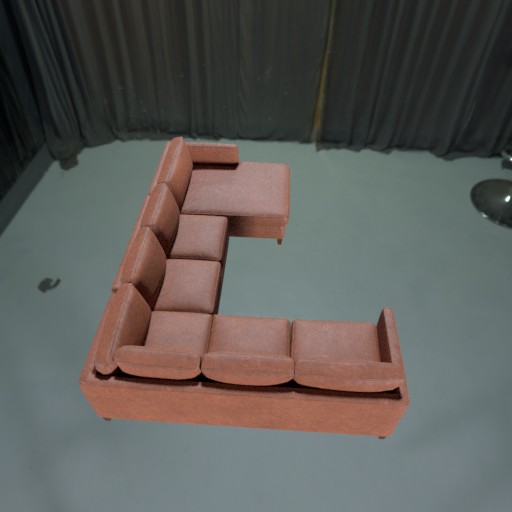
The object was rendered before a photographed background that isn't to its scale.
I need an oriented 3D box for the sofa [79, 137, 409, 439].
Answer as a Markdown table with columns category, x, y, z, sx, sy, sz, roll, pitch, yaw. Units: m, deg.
| category | x | y | z | sx | sy | sz | roll | pitch | yaw |
| --- | --- | --- | --- | --- | --- | --- | --- | --- | --- |
| sofa | 0.000 | 0.000 | 4.739 | 2.593 | 0.923 | 3.460 | 3 | 47 | 3 |
